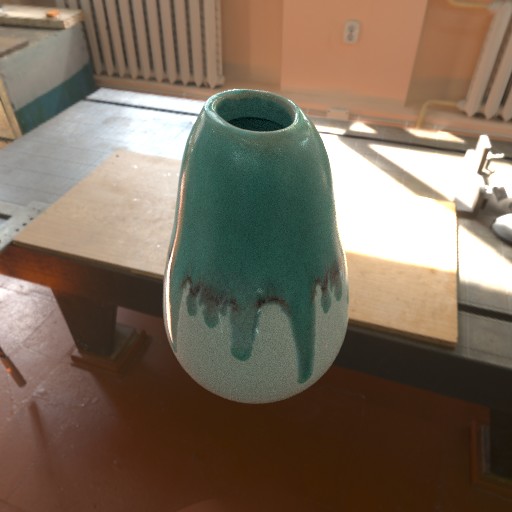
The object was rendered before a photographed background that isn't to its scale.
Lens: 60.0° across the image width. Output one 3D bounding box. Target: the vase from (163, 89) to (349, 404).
[{"bbox_3d":[0.000,0.000,0.256,0.116,0.179,0.116,0,40,0],"label":"vase"}]
